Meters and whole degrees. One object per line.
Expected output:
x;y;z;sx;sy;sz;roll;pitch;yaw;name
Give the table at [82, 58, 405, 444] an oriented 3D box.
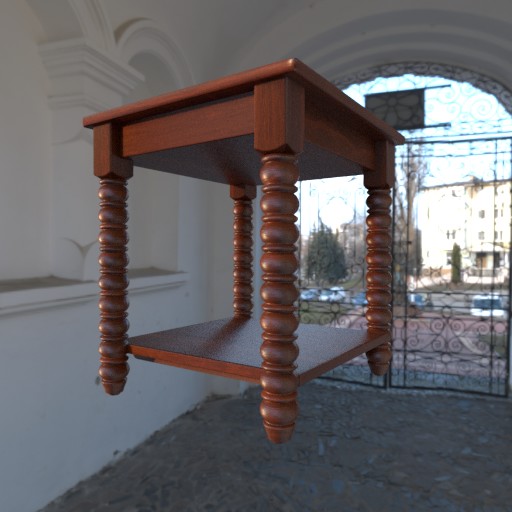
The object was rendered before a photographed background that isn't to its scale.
0.000;0.000;0.981;0.500;0.567;0.533;0;1;35;table
